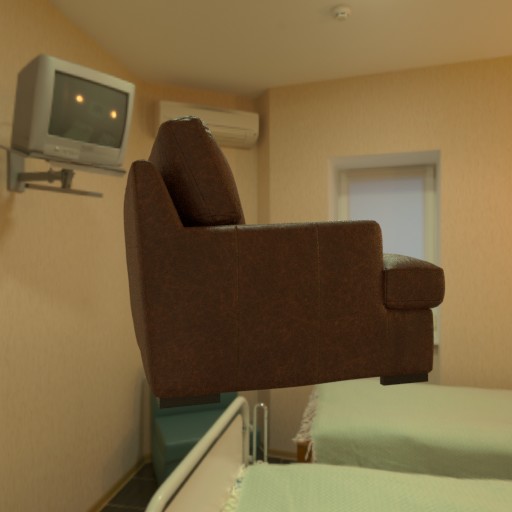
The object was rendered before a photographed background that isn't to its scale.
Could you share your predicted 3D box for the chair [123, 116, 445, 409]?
[{"bbox_3d":[0.000,0.000,2.009,1.143,0.939,1.168,0,0,-18],"label":"chair"}]
